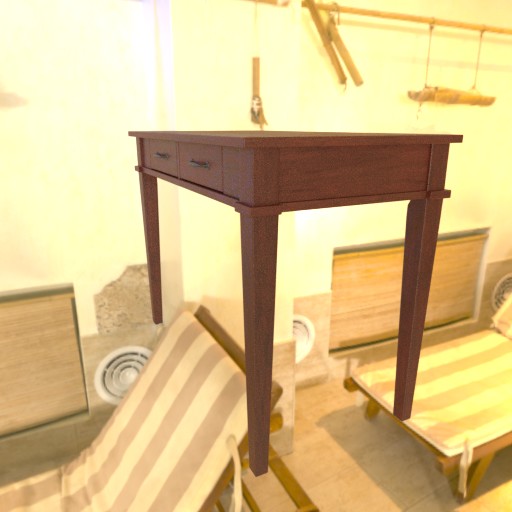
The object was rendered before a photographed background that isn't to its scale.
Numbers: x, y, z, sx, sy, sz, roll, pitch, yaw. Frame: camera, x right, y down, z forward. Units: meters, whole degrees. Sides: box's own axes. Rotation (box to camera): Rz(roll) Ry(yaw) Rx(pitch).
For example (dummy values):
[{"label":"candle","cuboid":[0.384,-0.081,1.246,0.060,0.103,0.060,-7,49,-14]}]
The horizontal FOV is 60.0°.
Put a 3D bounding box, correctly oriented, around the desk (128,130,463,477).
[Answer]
[{"label":"desk","cuboid":[0.000,0.000,1.419,0.549,0.762,1.001,-8,18,-25]}]
